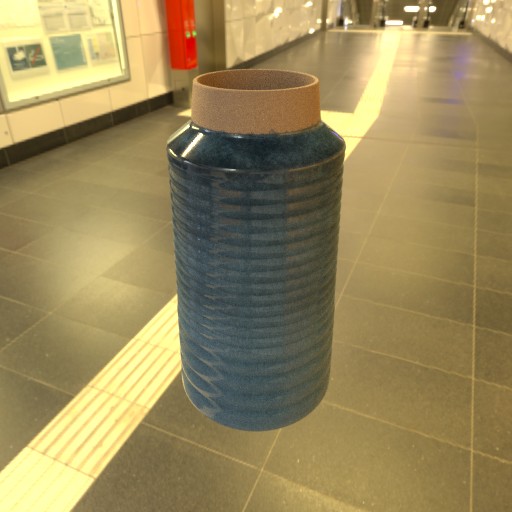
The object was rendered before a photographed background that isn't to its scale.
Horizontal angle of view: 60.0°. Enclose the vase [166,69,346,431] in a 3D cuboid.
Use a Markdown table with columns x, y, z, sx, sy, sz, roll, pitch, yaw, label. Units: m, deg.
| x | y | z | sx | sy | sz | roll | pitch | yaw | label |
| --- | --- | --- | --- | --- | --- | --- | --- | --- | --- |
| 0.000 | 0.000 | 0.419 | 0.163 | 0.316 | 0.163 | 0 | 31 | 0 | vase |
